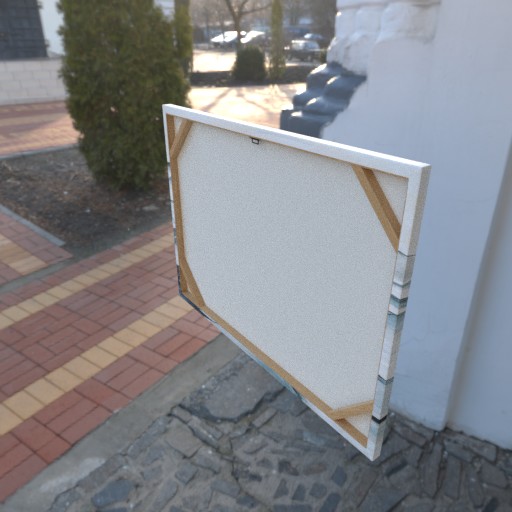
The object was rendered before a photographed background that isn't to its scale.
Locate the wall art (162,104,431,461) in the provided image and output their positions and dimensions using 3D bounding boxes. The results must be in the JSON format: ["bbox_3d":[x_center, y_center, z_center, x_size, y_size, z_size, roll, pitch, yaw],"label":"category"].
[{"bbox_3d":[0.000,0.000,1.594,0.039,0.915,1.219,-19,32,-33],"label":"wall art"}]
